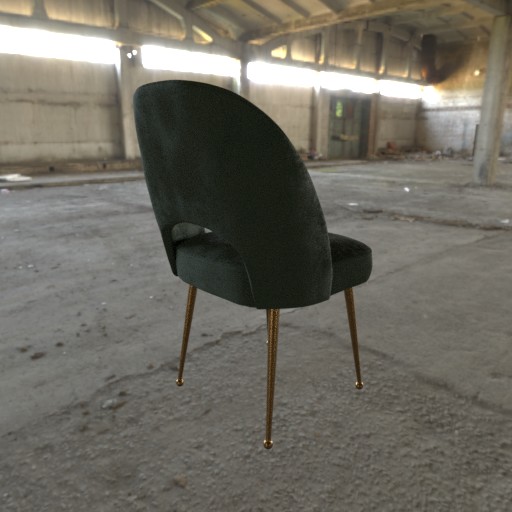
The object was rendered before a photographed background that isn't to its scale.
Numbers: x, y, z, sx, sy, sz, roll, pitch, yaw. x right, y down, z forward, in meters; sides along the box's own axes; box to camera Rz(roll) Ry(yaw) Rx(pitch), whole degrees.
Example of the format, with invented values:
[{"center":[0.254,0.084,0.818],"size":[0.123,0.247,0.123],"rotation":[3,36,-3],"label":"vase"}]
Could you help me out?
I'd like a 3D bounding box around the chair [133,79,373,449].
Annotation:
[{"center":[0.000,0.000,1.225],"size":[0.577,0.860,0.527],"rotation":[-14,20,-41],"label":"chair"}]
